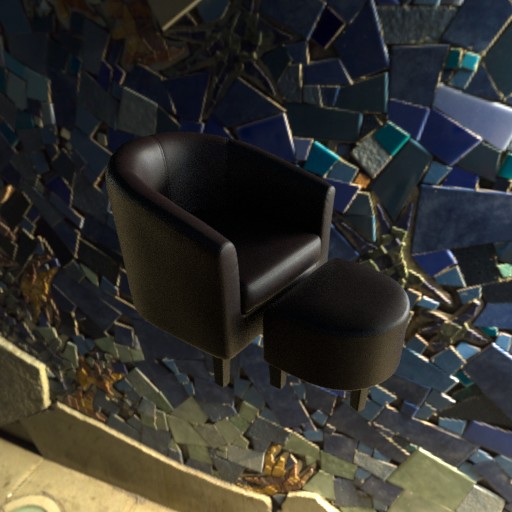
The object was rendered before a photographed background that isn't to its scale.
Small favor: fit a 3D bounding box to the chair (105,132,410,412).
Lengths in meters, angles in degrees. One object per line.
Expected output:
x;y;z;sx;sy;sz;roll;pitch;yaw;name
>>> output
0.000;0.000;1.685;1.176;0.755;0.737;19;33;32;chair
